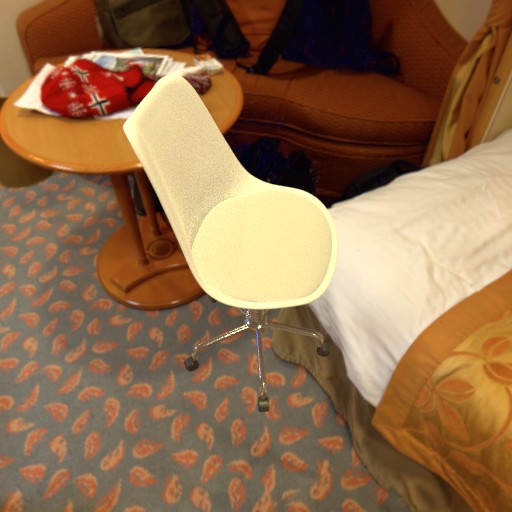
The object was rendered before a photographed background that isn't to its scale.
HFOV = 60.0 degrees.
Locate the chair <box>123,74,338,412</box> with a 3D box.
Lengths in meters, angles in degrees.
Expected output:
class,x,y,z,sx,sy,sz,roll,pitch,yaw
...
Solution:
class,x,y,z,sx,sy,sz,roll,pitch,yaw
chair,0.000,0.000,1.312,0.550,0.930,0.550,9,48,8
